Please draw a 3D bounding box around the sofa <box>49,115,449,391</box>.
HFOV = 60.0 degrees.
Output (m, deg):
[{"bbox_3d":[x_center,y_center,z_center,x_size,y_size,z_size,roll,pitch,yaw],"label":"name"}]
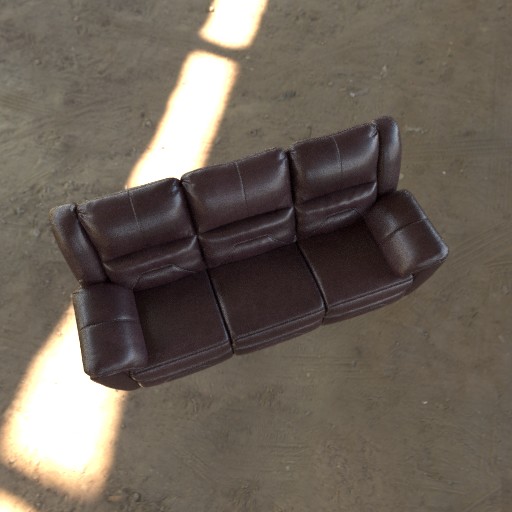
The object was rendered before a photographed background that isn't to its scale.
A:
[{"bbox_3d":[0.000,0.000,2.903,2.337,1.043,0.991,-17,64,-9],"label":"sofa"}]
